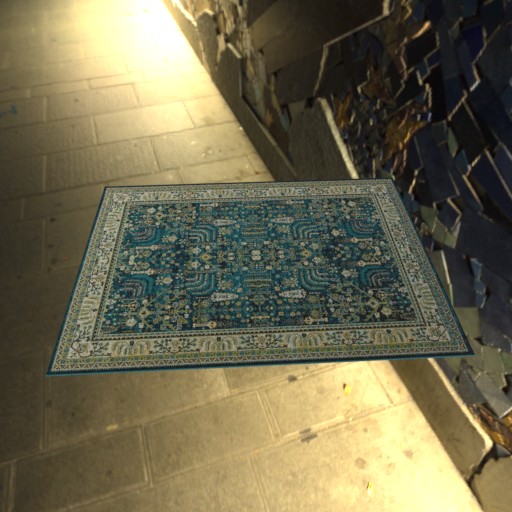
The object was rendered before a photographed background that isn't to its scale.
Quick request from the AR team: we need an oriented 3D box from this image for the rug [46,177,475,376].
[{"bbox_3d":[0.000,0.000,2.841,2.213,0.013,1.594,-2,45,-2],"label":"rug"}]
